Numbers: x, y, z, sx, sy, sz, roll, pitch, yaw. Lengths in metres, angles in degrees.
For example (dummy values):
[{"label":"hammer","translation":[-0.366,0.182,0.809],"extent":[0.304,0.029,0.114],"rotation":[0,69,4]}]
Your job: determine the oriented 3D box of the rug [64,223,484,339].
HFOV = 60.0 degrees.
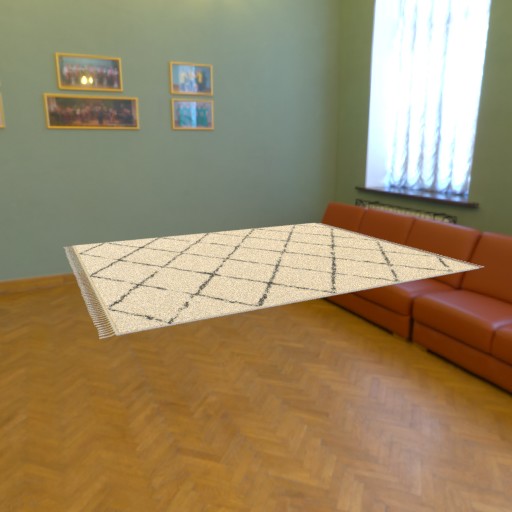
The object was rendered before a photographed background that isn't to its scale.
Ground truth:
[{"label":"rug","translation":[0.000,0.000,4.012],"extent":[3.051,0.013,2.380],"rotation":[-7,16,-26]}]
